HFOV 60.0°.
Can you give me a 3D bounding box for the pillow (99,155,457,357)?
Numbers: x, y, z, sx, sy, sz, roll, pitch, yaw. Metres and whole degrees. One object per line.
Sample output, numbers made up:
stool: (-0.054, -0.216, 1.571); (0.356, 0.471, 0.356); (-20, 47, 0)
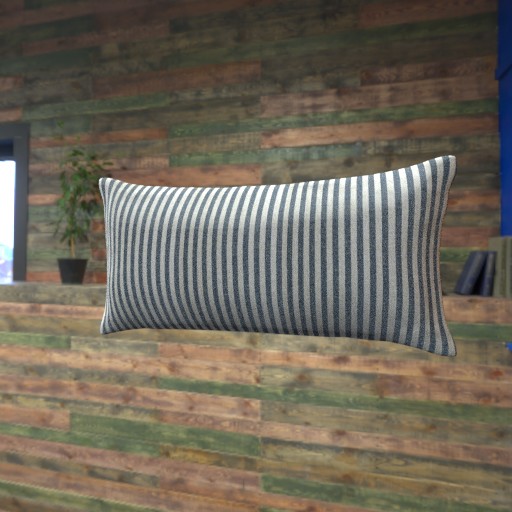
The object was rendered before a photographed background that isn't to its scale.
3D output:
pillow: (0.000, 0.000, 0.741); (0.617, 0.295, 0.151); (0, -1, 18)
